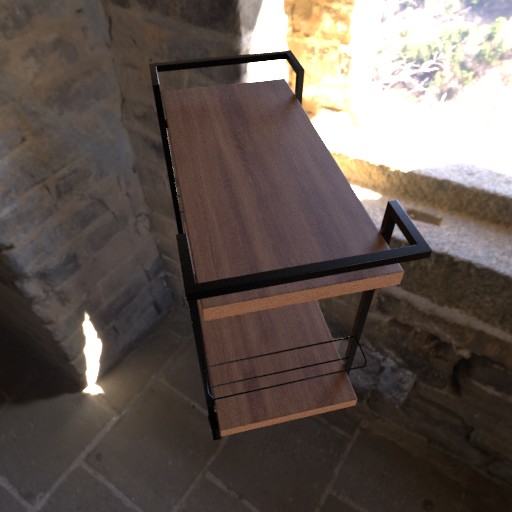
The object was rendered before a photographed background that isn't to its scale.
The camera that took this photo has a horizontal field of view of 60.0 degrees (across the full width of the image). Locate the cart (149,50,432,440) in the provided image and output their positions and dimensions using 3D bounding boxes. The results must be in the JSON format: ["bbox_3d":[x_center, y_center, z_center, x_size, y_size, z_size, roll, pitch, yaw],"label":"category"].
[{"bbox_3d":[0.000,0.000,1.223,0.406,0.762,0.806,-10,47,-9],"label":"cart"}]
